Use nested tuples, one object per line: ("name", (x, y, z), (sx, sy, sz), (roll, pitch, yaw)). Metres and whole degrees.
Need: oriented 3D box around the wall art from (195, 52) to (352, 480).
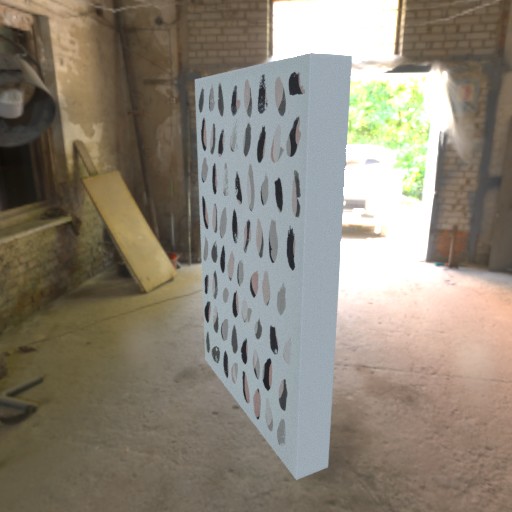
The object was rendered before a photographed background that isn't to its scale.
("wall art", (0.000, 0.000, 0.491), (0.039, 0.381, 0.252), (-8, 19, -25))
